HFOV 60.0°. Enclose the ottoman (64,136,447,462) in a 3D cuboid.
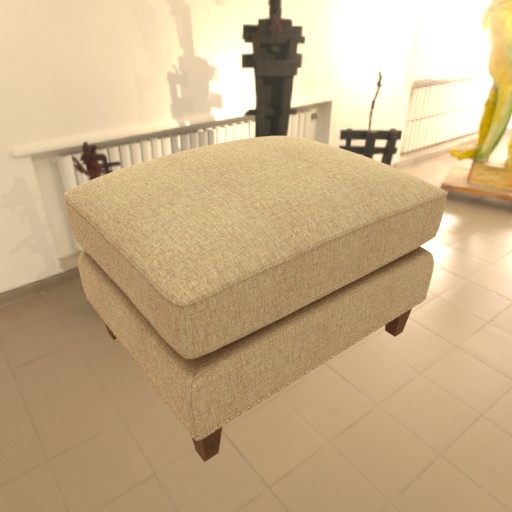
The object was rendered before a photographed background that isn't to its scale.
[{"bbox_3d":[0.000,0.000,1.141,0.741,0.513,0.584,-22,37,-32],"label":"ottoman"}]
